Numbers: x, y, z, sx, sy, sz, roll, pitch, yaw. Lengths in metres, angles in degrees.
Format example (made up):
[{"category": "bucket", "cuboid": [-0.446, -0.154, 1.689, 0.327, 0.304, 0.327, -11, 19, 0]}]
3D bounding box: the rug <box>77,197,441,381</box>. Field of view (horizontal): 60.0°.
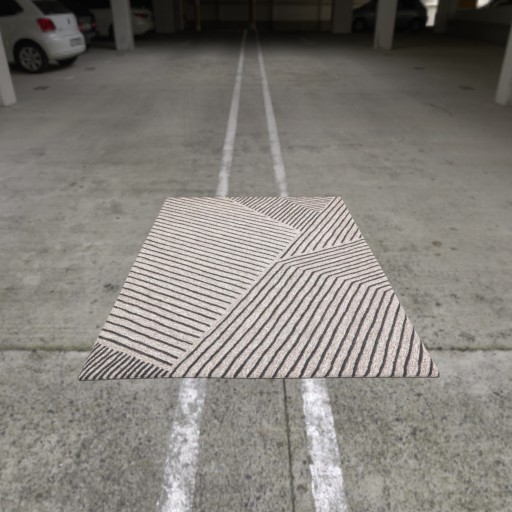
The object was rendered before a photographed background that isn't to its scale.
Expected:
[{"category": "rug", "cuboid": [0.000, 0.000, 2.318, 1.237, 0.019, 1.842, 0, 27, -1]}]
